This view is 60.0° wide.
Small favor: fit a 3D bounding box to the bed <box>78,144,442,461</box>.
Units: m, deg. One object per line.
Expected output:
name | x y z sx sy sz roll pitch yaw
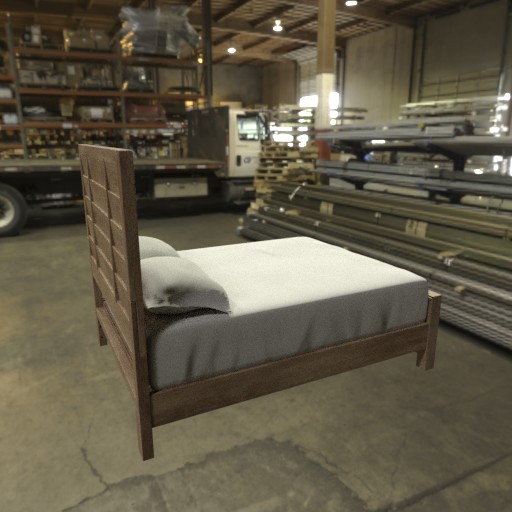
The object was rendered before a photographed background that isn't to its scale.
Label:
bed | 0.000 0.000 3.346 2.197 1.626 1.626 -8 17 -26
